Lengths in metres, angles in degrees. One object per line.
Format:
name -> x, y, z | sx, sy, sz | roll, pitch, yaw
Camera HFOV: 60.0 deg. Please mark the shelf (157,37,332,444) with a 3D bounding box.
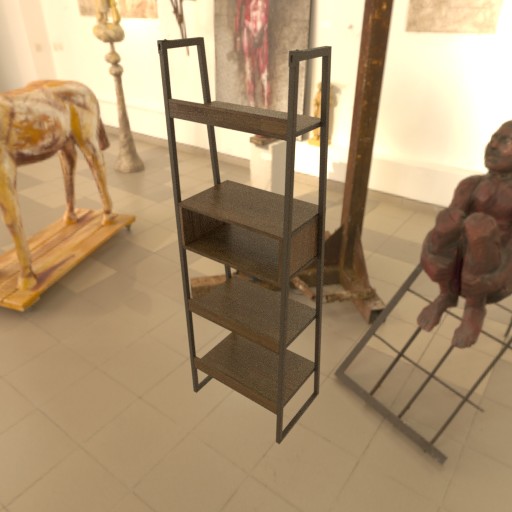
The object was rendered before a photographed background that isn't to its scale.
shelf -> 0.000, 0.000, 2.278 | 0.652, 2.005, 0.454 | 21, 36, 30
